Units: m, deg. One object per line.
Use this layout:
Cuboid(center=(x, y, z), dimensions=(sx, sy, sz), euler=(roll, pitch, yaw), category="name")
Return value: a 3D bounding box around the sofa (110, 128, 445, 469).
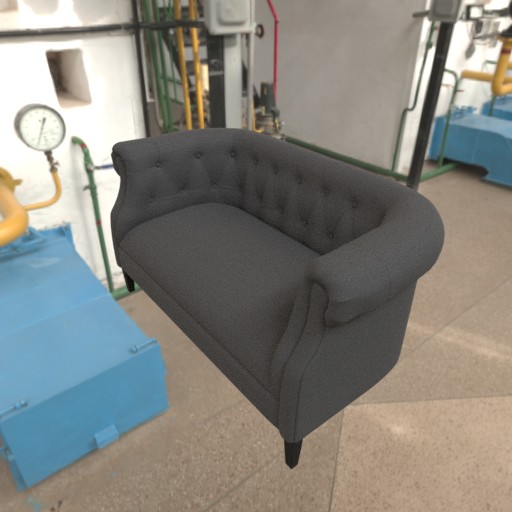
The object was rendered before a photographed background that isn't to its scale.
Cuboid(center=(0.000, 0.000, 2.015), dimensions=(0.835, 0.827, 1.558), euler=(-22, 38, -32), category="sofa")
